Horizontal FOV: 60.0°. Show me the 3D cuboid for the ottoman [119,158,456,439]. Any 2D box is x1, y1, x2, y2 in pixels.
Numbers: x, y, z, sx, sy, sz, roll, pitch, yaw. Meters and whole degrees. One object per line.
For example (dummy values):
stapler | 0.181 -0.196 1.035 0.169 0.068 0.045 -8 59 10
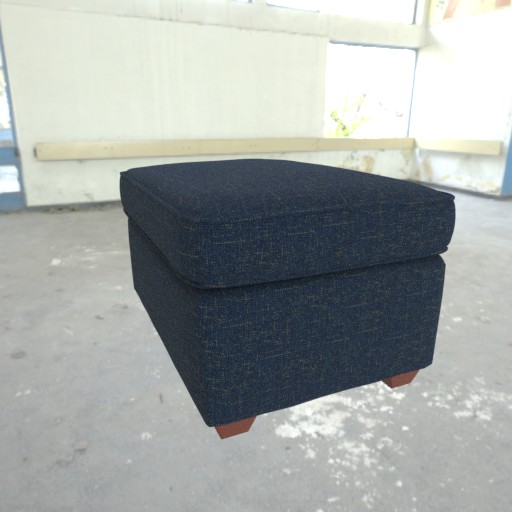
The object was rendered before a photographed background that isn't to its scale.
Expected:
ottoman | 0.000 0.000 1.093 0.549 0.450 0.749 -8 19 -23
